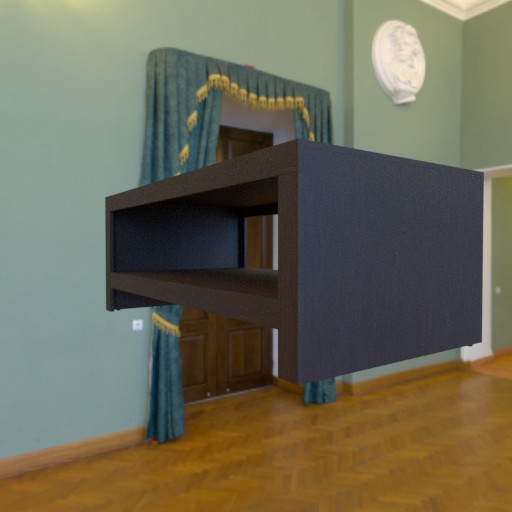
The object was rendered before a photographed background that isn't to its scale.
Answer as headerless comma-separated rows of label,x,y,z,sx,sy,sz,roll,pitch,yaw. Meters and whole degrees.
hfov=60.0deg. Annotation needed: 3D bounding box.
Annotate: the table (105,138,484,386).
table,0.000,0.000,1.372,0.597,0.424,1.099,-1,2,-35
